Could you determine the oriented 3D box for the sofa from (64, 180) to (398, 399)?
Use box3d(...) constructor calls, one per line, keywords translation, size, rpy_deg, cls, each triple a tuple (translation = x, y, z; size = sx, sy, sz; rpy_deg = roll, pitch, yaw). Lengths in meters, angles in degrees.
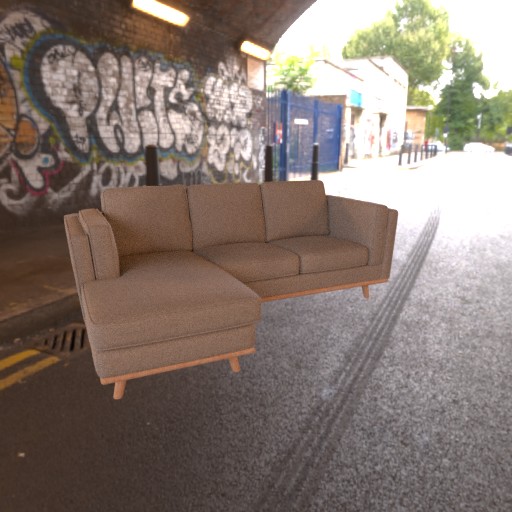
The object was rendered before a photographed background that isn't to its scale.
box3d(translation=(0.000, 0.000, 3.133), size=(2.411, 0.929, 1.604), rpy_deg=(-7, 16, -24), cls="sofa")
